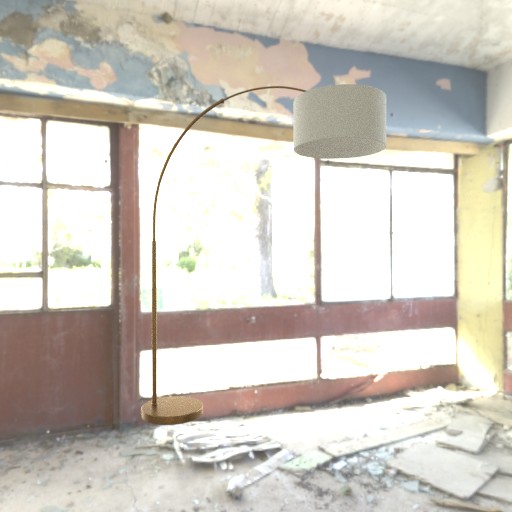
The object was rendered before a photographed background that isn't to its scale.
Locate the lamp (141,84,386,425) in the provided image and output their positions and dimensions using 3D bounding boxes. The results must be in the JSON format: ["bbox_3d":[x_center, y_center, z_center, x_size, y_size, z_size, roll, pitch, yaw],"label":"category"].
[{"bbox_3d":[0.000,0.000,2.548,1.434,1.927,0.493,0,0,17],"label":"lamp"}]
